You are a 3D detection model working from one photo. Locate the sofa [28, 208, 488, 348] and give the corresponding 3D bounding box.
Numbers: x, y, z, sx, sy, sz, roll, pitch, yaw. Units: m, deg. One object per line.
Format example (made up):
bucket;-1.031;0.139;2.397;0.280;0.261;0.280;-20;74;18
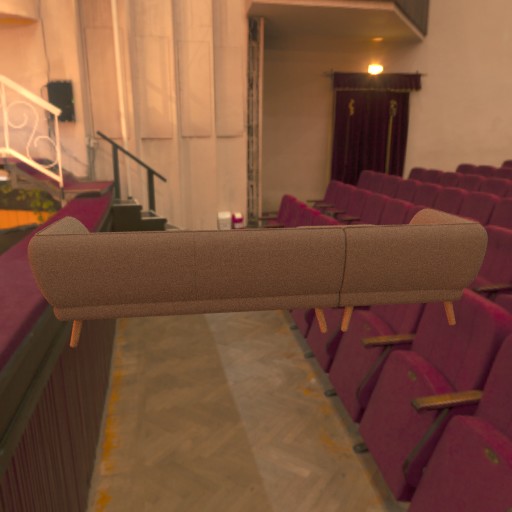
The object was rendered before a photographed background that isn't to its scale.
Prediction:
sofa;0.000;0.000;3.287;2.653;0.693;1.532;-2;15;-7
